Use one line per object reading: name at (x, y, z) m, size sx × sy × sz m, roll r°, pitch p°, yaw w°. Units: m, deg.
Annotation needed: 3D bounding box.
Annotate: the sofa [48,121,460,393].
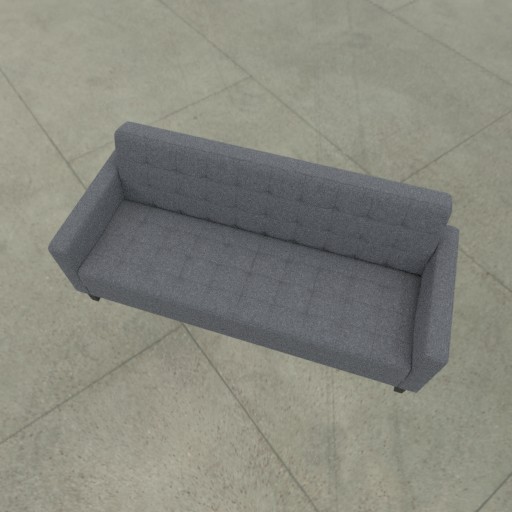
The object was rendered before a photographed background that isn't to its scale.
sofa at (0.000, 0.000, 2.449) m, size 2.040 × 0.850 × 0.810 m, roll 15°, pitch 58°, yaw 10°
